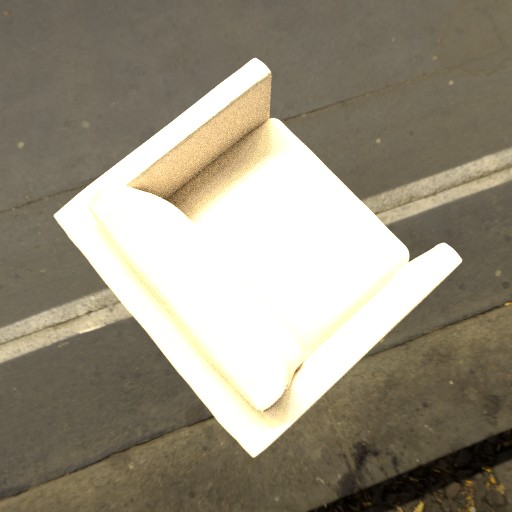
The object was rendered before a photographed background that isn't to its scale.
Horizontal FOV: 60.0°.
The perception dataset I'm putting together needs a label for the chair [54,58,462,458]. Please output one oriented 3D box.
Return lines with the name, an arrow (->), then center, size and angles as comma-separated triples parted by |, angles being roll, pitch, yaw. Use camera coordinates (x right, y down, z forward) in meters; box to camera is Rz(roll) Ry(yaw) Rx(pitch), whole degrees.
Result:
chair -> 0.000, 0.000, 1.725 | 0.947, 0.851, 1.057 | -41, 80, -9
